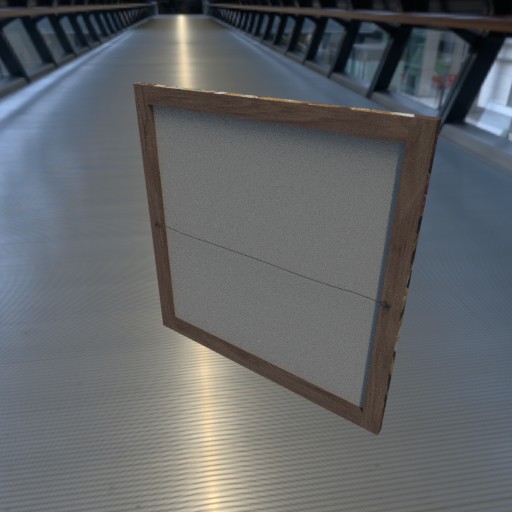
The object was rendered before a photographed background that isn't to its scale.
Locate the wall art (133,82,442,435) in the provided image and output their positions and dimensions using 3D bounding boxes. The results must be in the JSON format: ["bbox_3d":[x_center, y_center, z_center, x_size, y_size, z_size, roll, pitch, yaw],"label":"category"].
[{"bbox_3d":[0.000,0.000,1.116,0.757,0.762,0.028,19,34,31],"label":"wall art"}]
